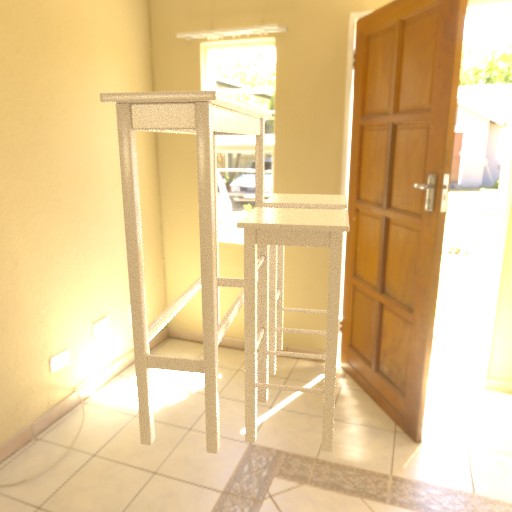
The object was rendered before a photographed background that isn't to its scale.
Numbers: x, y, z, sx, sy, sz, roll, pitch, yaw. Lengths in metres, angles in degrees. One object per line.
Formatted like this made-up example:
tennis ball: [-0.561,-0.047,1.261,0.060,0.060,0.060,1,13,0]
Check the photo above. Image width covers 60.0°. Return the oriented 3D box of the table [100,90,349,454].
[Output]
table: [0.000,0.000,1.650,0.650,1.065,0.915,3,15,10]
